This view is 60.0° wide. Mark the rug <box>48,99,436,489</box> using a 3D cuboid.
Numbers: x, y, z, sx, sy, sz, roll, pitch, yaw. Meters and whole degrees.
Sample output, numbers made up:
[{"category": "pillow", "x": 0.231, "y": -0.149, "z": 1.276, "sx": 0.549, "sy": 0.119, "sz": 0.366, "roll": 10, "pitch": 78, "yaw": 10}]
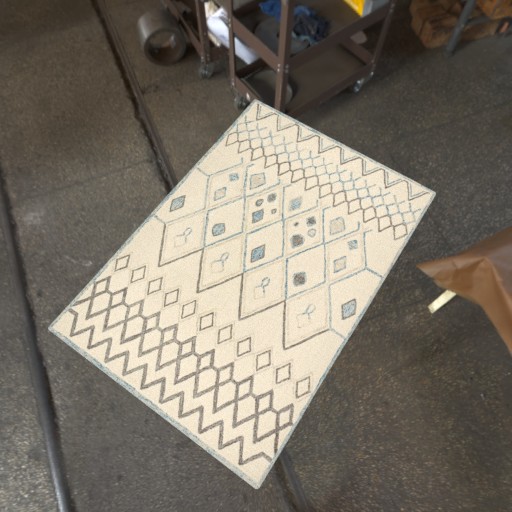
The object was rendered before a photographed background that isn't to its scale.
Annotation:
[{"category": "rug", "x": 0.000, "y": 0.000, "z": 2.364, "sx": 1.260, "sy": 0.009, "sz": 1.820, "roll": 32, "pitch": 69, "yaw": 14}]
